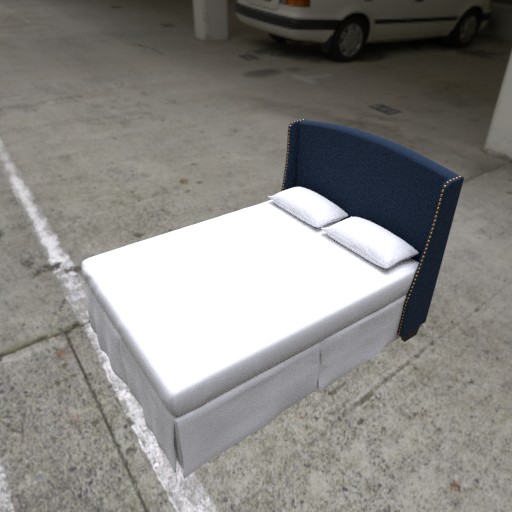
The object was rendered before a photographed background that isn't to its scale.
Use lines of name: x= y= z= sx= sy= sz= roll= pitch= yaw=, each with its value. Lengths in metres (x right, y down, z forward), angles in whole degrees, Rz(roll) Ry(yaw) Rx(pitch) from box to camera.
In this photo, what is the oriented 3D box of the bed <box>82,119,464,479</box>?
bed: x=0.000 y=0.000 z=3.201 sx=2.223 sy=1.402 sz=1.604 roll=-21 pitch=38 yaw=-29
